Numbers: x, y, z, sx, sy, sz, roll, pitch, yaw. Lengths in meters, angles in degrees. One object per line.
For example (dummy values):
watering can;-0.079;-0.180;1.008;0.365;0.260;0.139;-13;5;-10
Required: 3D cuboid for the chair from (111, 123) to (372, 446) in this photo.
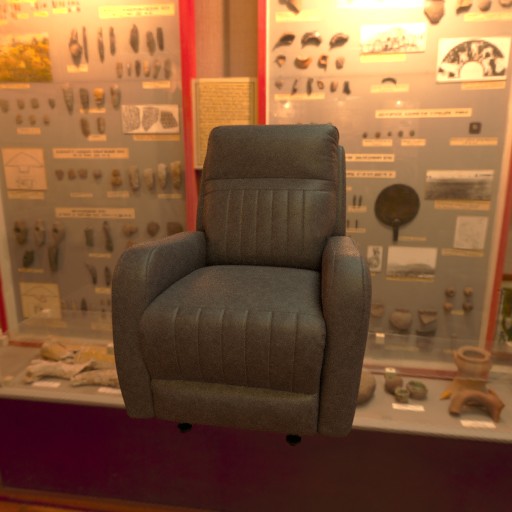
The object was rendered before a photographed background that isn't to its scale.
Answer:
chair;0.000;0.000;1.820;0.865;1.067;1.067;3;15;10
